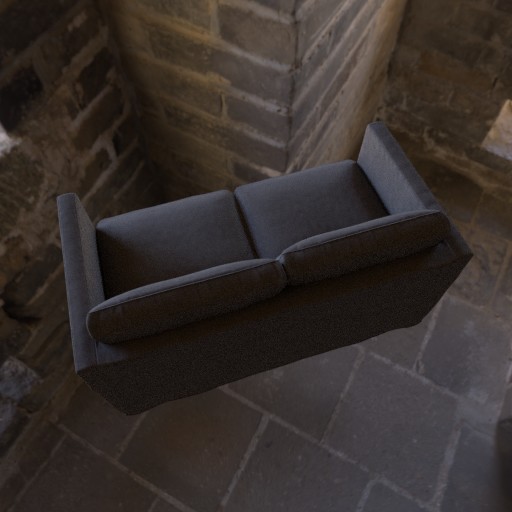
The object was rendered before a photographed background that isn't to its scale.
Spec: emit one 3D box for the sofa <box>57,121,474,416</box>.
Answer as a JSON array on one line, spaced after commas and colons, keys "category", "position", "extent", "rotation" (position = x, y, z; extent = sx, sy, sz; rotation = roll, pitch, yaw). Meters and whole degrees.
[{"category": "sofa", "position": [0.000, 0.000, 2.333], "extent": [1.802, 0.854, 0.974], "rotation": [-15, 59, -9]}]
